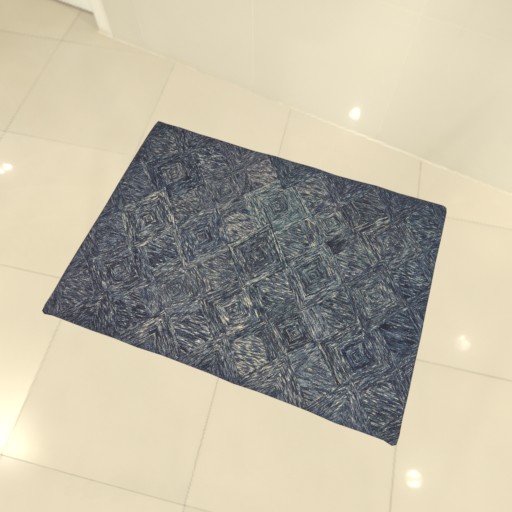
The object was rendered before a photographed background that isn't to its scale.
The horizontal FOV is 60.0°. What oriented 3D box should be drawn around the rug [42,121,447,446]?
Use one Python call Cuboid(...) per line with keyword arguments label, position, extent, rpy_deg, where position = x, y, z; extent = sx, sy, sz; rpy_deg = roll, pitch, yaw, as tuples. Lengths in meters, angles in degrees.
Cuboid(label="rug", position=(0.000, 0.000, 4.212), extent=(3.245, 0.024, 2.385), rpy_deg=(18, 65, 9))
